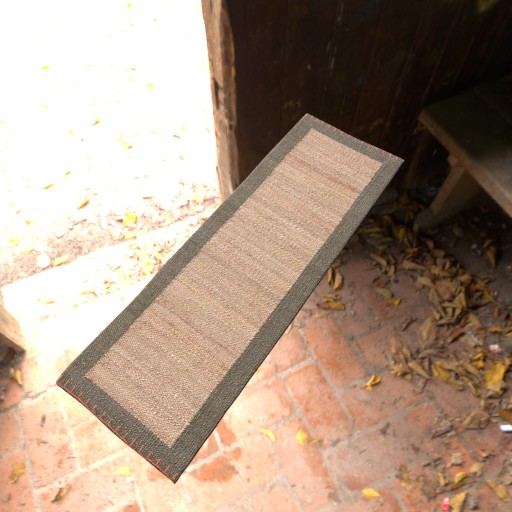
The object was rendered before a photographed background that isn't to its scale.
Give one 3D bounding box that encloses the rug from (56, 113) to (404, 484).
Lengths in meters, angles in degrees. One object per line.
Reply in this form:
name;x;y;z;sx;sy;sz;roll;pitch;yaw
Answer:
rug;0.000;0.000;2.639;0.810;0.016;2.413;32;64;17
